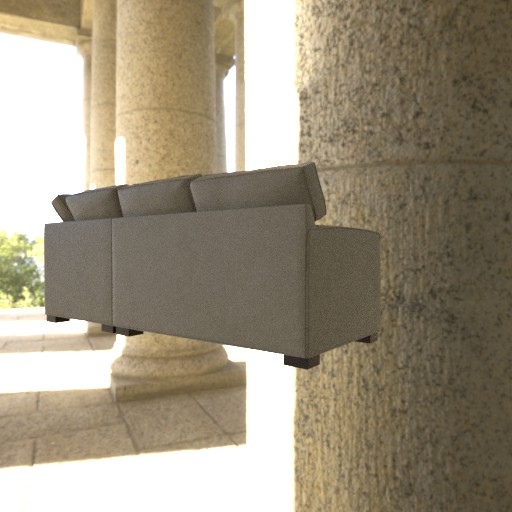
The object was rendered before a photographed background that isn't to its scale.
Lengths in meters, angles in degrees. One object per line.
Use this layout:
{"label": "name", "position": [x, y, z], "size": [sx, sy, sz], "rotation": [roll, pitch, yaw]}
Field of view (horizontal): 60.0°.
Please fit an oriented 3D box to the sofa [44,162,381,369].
{"label": "sofa", "position": [0.000, 0.000, 3.391], "size": [2.188, 0.936, 2.211], "rotation": [0, 1, 36]}
